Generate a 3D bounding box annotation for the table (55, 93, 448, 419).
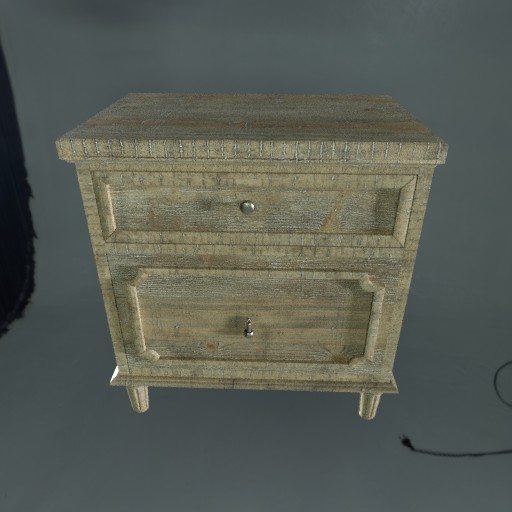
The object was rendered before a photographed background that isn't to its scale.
[{"bbox_3d":[0.000,0.000,1.132,0.686,0.711,0.457,1,30,2],"label":"table"}]
